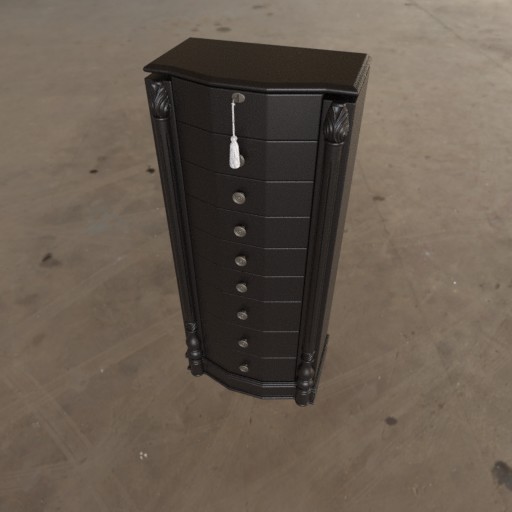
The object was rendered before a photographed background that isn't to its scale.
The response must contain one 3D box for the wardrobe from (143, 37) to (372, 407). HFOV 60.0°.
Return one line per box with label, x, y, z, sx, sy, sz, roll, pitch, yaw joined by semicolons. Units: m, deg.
wardrobe;0.000;0.000;1.212;0.444;1.011;0.295;12;42;13
